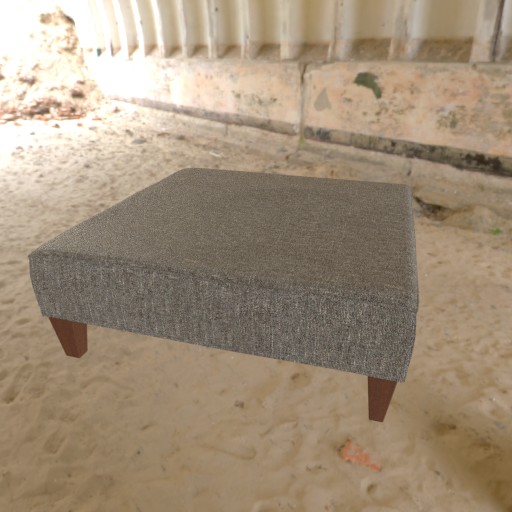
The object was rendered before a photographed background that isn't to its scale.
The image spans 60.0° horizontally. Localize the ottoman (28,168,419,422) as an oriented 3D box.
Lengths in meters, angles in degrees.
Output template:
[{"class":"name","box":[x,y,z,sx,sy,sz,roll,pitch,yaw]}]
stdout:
[{"class":"ottoman","box":[0.000,0.000,1.526,1.016,0.379,0.981,7,26,15]}]
